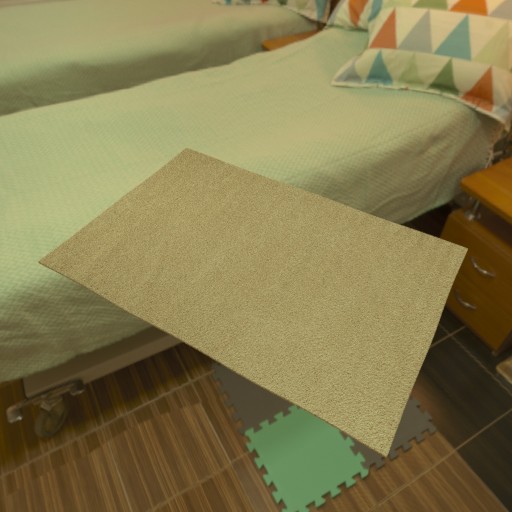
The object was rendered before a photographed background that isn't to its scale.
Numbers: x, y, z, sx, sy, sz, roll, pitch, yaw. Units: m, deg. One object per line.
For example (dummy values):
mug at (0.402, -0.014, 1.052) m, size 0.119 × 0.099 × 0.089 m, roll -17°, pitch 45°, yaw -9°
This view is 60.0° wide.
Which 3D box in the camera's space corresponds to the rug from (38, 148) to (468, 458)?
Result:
rug at (0.000, 0.000, 3.344) m, size 2.699 × 0.025 × 1.800 m, roll 24°, pitch 51°, yaw 21°
